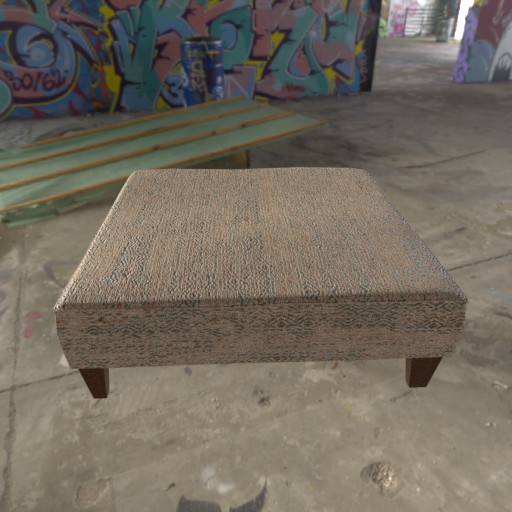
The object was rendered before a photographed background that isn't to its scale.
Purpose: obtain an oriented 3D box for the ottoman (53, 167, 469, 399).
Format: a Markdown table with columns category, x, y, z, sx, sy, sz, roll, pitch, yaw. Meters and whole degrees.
| category | x | y | z | sx | sy | sz | roll | pitch | yaw |
| --- | --- | --- | --- | --- | --- | --- | --- | --- | --- |
| ottoman | 0.000 | 0.000 | 1.530 | 1.004 | 0.356 | 0.968 | -1 | 30 | -2 |
